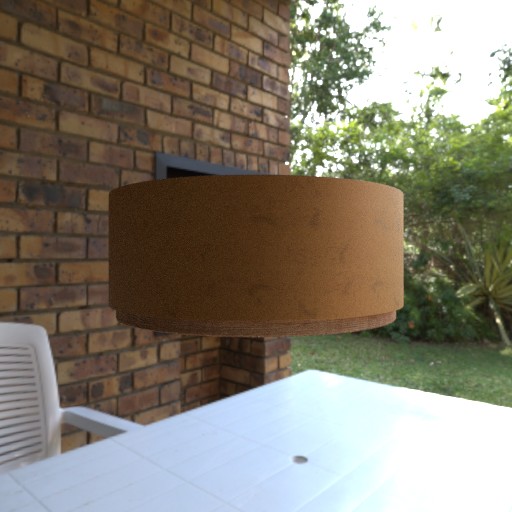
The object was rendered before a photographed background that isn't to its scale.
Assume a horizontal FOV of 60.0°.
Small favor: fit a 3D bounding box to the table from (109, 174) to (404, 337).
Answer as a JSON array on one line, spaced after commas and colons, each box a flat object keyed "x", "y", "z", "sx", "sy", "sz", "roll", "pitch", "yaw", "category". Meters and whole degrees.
[{"x": 0.000, "y": 0.000, "z": 1.585, "sx": 1.001, "sy": 0.409, "sz": 1.001, "roll": 0, "pitch": 0, "yaw": 0, "category": "table"}]
